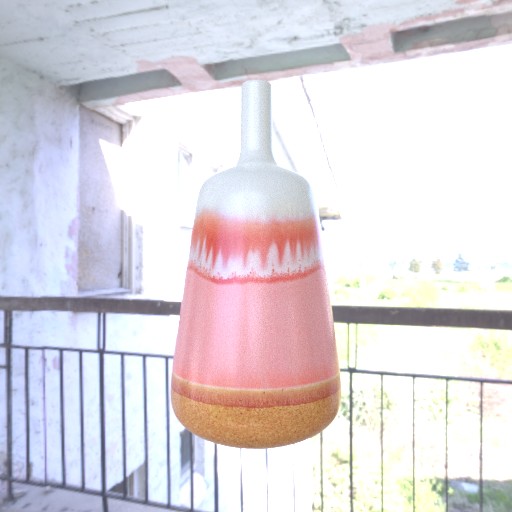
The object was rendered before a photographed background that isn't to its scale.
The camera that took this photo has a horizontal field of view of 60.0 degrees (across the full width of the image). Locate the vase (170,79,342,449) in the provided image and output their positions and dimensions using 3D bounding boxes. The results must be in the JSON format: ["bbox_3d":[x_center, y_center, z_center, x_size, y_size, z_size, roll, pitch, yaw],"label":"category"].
[{"bbox_3d":[0.000,0.000,0.382,0.144,0.296,0.144,0,0,0],"label":"vase"}]
